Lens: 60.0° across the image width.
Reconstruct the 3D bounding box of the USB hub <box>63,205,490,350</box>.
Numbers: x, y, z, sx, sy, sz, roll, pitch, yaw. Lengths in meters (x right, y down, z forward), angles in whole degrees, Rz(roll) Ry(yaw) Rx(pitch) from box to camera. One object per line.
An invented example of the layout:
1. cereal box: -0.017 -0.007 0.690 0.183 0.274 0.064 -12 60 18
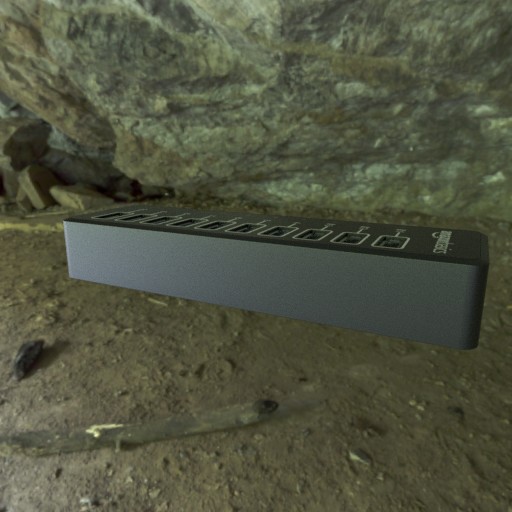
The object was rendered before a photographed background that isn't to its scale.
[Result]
1. USB hub: 0.000 0.000 0.157 0.145 0.023 0.044 7 16 25
